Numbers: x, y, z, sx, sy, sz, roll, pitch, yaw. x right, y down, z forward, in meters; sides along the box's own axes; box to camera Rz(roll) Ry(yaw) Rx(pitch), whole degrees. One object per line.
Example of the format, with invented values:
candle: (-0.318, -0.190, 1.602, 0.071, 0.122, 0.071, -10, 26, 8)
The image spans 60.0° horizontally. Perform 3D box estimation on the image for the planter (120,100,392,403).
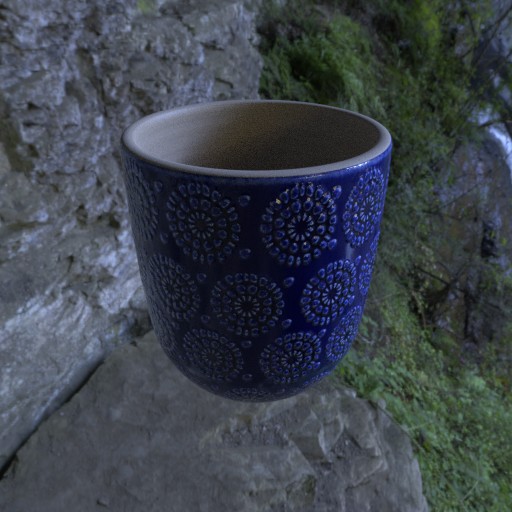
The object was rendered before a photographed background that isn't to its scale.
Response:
planter: (0.000, 0.000, 0.357, 0.184, 0.206, 0.184, 0, 31, 0)
